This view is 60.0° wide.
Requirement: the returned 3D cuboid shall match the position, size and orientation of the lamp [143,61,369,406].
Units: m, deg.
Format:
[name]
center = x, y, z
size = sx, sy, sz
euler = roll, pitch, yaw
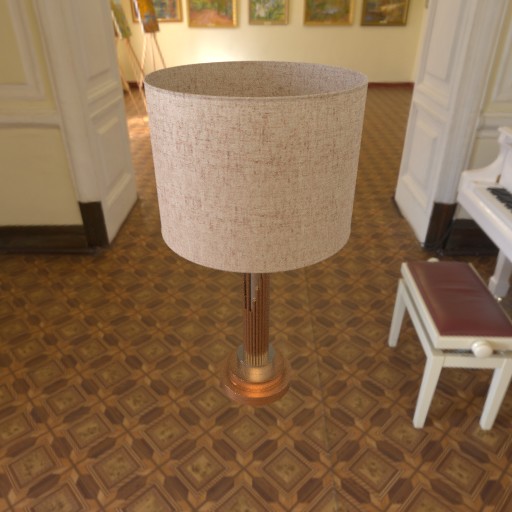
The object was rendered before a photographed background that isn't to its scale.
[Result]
[lamp]
center = 0.000, 0.000, 0.799
size = 0.321, 0.610, 0.321
euler = 7, 31, 12
